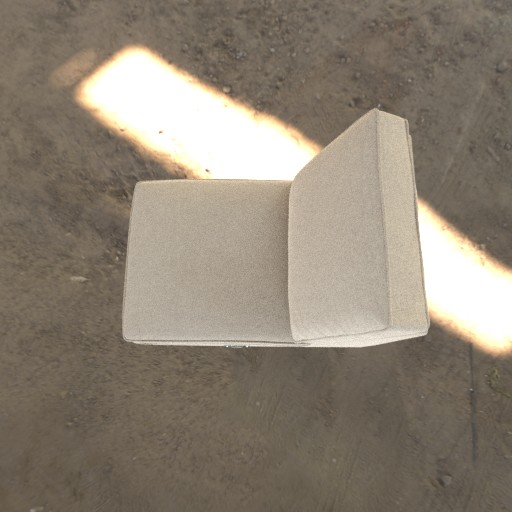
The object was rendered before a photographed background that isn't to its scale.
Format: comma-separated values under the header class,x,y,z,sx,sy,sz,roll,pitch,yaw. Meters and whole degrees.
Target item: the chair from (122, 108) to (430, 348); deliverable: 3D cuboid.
class,x,y,z,sx,sy,sz,roll,pitch,yaw
chair,0.000,0.000,1.580,0.938,0.970,0.621,0,76,0
